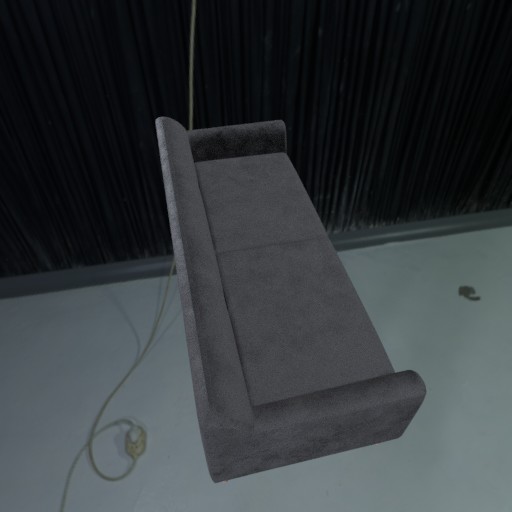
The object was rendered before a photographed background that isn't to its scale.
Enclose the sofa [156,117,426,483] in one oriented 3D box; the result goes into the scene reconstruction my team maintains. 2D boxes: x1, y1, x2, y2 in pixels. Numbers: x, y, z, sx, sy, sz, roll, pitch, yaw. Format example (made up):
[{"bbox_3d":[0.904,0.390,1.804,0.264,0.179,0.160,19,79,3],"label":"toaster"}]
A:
[{"bbox_3d":[0.000,0.000,2.557,0.900,0.740,2.190,-9,47,-9],"label":"sofa"}]
